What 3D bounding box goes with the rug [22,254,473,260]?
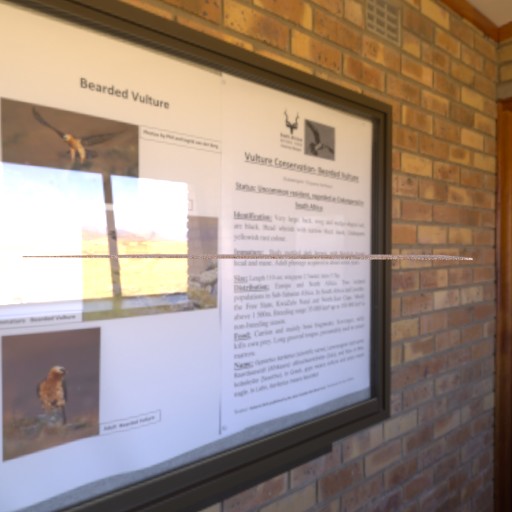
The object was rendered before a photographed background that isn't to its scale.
[{"bbox_3d":[0.000,0.000,2.993,2.446,0.009,1.529,0,1,18],"label":"rug"}]
